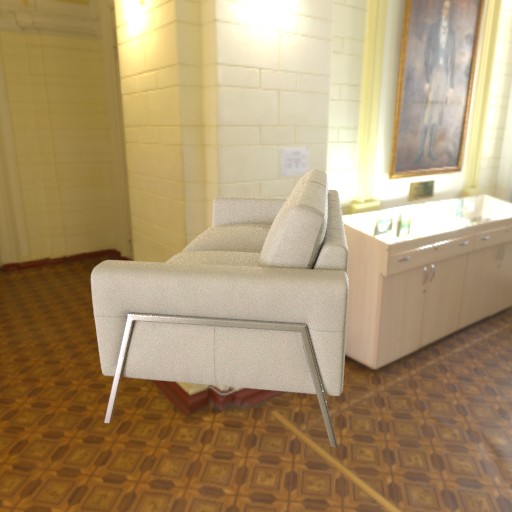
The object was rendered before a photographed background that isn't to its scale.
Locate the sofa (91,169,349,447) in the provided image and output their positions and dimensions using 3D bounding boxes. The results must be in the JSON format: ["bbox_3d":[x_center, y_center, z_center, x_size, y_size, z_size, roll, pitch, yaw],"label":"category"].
[{"bbox_3d":[0.000,0.000,2.552,0.953,0.875,2.017,2,16,9],"label":"sofa"}]
